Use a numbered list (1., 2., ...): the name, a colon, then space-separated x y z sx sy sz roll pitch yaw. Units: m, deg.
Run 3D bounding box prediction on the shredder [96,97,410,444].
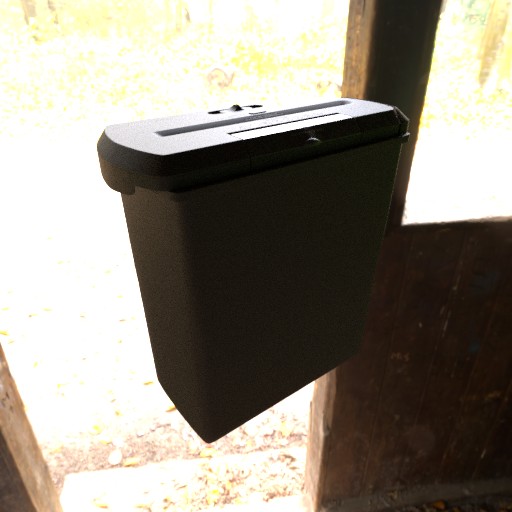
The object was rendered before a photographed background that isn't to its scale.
1. shredder: 0.000 0.000 0.521 0.320 0.335 0.170 -21 36 -31
